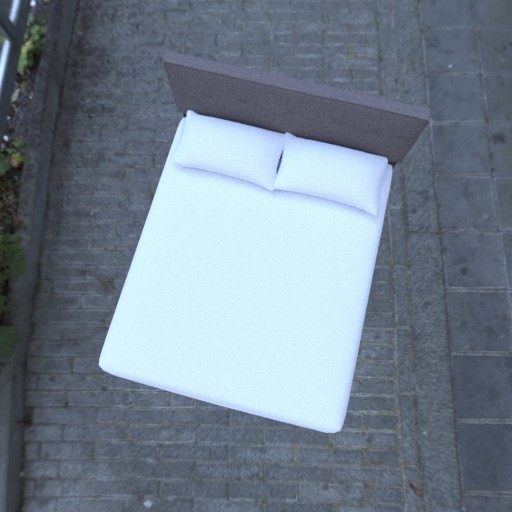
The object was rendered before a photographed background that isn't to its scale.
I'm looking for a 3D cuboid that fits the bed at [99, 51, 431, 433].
[{"bbox_3d":[0.000,0.000,2.832,1.610,1.089,1.894,14,75,4],"label":"bed"}]
